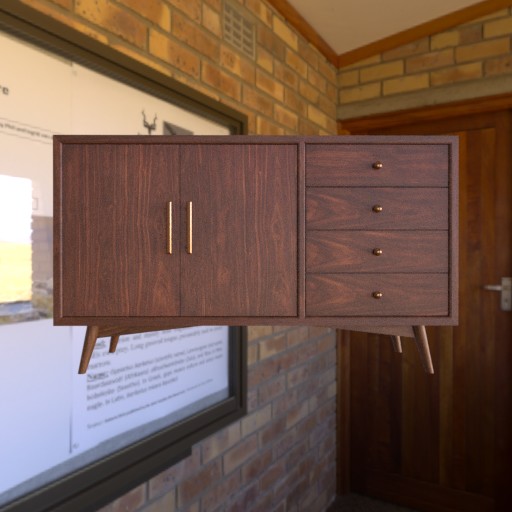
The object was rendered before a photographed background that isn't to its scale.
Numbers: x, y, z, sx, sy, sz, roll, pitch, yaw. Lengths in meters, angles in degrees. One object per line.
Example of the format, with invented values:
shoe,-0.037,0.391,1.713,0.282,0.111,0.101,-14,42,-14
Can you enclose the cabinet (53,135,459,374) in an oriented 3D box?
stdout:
cabinet,0.000,0.000,1.952,1.575,0.940,0.505,0,0,0
